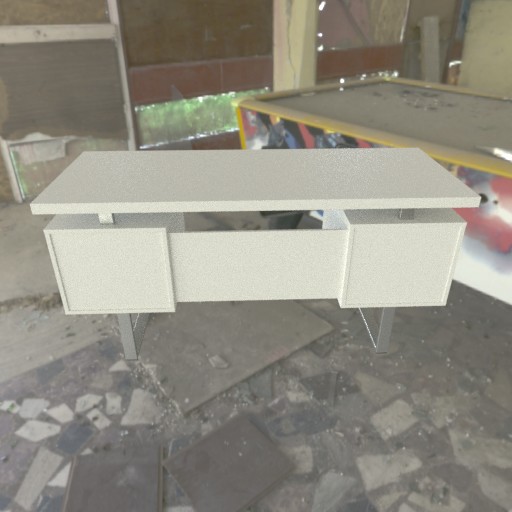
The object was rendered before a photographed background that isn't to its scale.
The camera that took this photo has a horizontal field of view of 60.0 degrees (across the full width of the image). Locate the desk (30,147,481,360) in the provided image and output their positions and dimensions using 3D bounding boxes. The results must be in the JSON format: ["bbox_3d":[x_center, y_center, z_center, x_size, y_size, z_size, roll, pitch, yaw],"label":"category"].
[{"bbox_3d":[0.000,0.000,1.948,1.530,0.773,0.603,-1,30,-2],"label":"desk"}]
